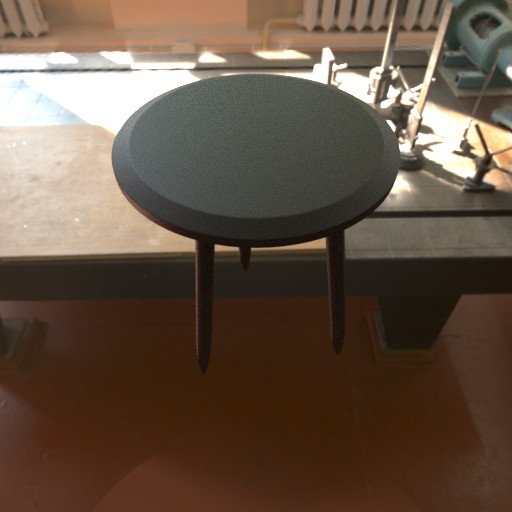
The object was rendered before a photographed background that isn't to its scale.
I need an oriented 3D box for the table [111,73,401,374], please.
[{"bbox_3d":[0.000,0.000,0.926,0.457,0.585,0.457,0,48,0],"label":"table"}]
